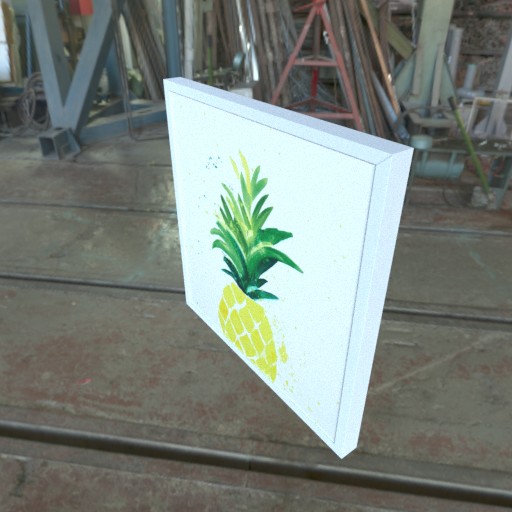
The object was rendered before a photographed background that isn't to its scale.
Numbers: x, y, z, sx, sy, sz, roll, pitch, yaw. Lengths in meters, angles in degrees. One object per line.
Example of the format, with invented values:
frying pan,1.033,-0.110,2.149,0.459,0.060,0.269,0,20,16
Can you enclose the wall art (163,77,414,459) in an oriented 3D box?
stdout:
wall art,0.000,0.000,0.765,0.035,0.507,0.508,-22,38,-31
